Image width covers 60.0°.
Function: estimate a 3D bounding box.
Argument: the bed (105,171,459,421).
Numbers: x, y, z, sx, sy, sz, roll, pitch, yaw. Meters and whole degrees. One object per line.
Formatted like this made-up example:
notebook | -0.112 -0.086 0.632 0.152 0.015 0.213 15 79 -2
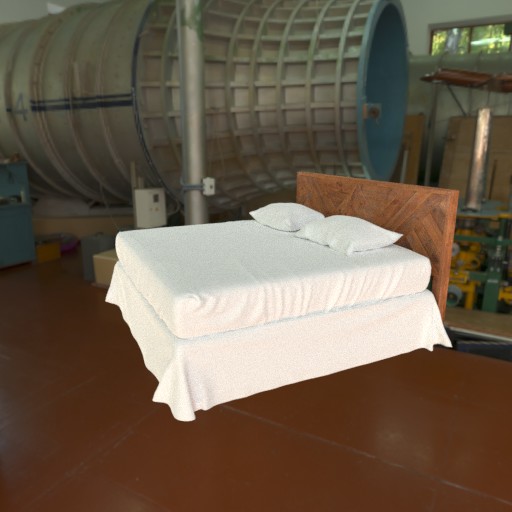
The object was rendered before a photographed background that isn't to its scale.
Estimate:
bed | 0.000 0.000 3.607 2.165 1.158 2.255 -7 16 -25
